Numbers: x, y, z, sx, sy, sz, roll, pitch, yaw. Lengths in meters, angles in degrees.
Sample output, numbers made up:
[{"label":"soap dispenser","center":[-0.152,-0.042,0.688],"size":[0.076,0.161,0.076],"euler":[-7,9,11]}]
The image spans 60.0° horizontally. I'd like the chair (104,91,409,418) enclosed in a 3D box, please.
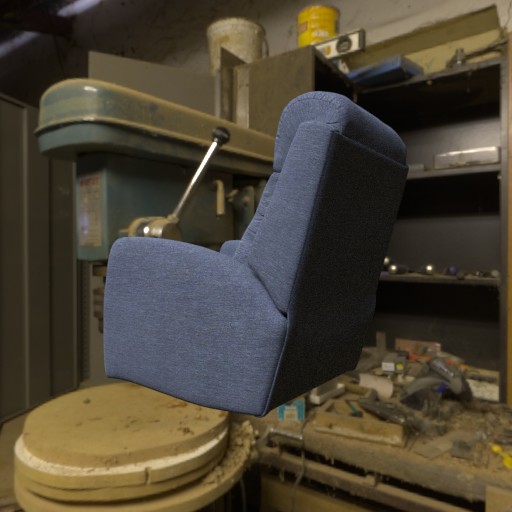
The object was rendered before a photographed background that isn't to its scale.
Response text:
[{"label":"chair","center":[0.000,0.000,1.771],"size":[1.043,1.013,0.798],"euler":[0,1,36]}]
